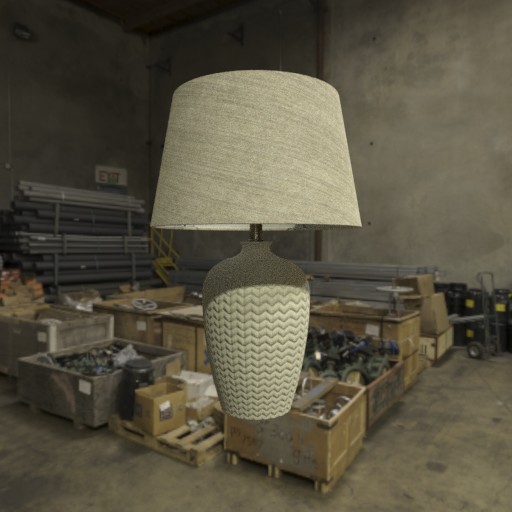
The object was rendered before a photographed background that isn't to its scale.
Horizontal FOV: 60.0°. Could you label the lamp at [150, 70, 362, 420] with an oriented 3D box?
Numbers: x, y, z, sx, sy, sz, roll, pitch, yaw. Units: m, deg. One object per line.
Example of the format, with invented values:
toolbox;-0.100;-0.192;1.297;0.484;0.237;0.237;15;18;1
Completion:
lamp;0.000;0.000;0.842;0.390;0.580;0.390;0;2;0
